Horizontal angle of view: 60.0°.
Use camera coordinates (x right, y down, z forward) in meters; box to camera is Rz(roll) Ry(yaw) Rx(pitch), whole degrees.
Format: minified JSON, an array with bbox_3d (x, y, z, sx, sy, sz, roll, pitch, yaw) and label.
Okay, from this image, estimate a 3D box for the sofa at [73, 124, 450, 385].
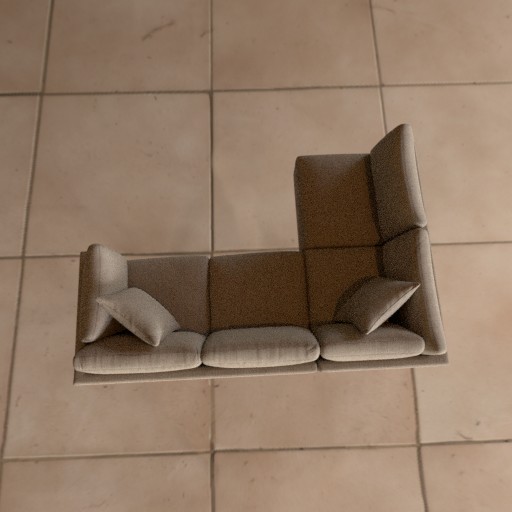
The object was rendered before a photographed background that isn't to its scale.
[{"bbox_3d":[0.000,0.000,3.823,2.896,0.978,1.994,-3,75,-1],"label":"sofa"}]
